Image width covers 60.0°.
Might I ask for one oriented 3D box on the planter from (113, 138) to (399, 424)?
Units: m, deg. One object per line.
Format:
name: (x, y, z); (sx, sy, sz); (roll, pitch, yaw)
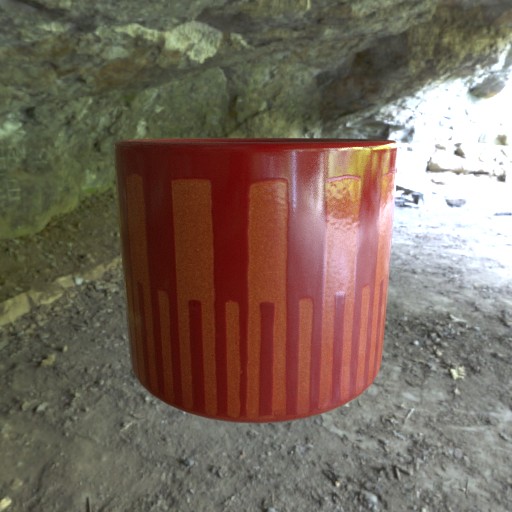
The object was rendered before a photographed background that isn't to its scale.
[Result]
planter: (0.000, 0.000, 0.398); (0.230, 0.202, 0.230); (0, 16, 0)
